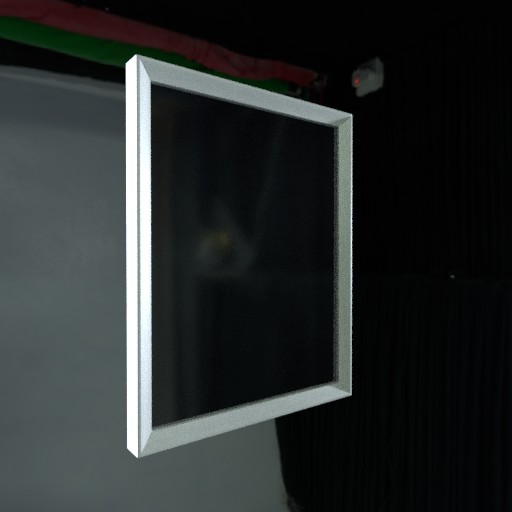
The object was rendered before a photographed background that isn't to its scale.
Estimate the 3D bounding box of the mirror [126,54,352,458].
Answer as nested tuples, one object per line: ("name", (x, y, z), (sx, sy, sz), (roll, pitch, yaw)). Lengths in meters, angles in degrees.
("mirror", (0.000, 0.000, 0.696), (0.406, 0.509, 0.041), (-1, 1, -37))
